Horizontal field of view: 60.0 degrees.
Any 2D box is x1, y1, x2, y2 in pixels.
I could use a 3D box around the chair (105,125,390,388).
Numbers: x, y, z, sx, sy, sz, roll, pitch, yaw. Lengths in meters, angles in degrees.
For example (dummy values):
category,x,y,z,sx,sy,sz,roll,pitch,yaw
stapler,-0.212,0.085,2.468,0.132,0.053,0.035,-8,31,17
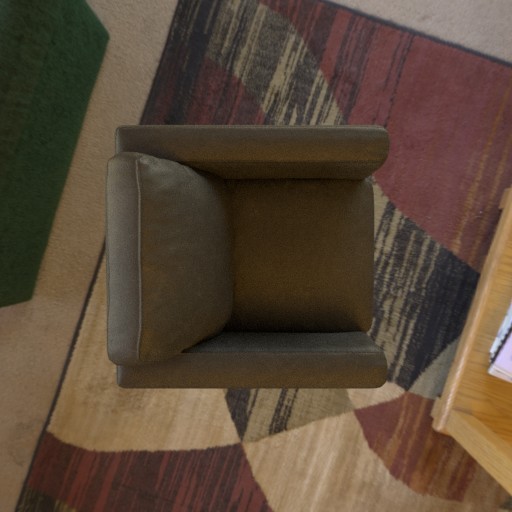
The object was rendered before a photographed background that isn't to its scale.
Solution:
category,x,y,z,sx,sy,sz,roll,pitch,yaw
chair,0.000,0.000,1.595,0.879,0.898,0.831,0,91,0
